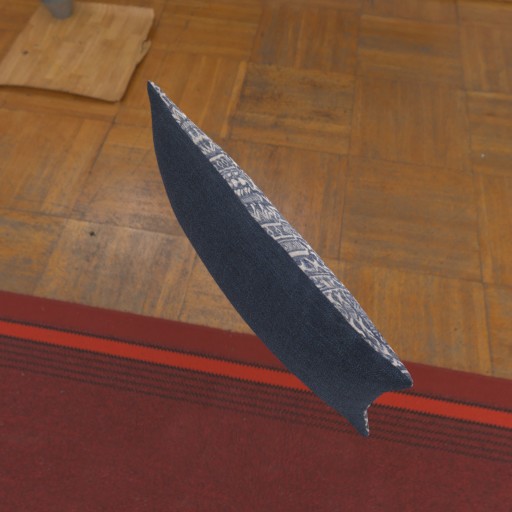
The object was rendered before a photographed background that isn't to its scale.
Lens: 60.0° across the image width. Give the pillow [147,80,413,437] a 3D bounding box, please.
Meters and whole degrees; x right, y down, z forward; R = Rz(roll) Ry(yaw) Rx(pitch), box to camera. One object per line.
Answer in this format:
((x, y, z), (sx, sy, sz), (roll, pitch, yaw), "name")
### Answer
((0.000, 0.000, 0.730), (0.148, 0.292, 0.631), (-31, 65, -17), "pillow")
